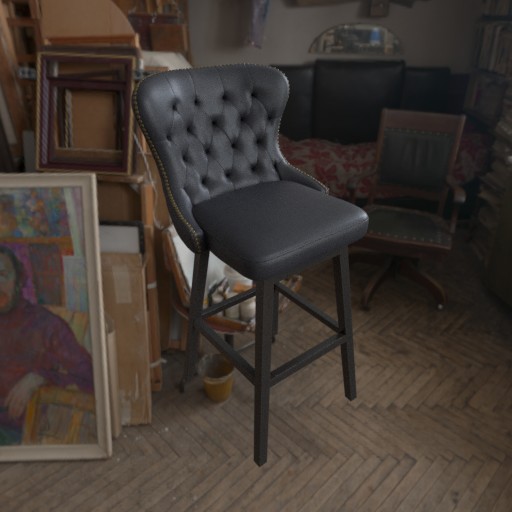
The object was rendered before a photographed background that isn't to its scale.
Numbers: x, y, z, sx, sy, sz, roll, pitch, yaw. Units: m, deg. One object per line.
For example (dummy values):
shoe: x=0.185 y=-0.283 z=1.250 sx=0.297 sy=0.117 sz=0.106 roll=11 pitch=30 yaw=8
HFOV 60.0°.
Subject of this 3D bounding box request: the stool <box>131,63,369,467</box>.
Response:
stool: x=0.000 y=0.000 z=1.396 sx=0.528 sy=1.050 sz=0.601 roll=-22 pitch=37 yaw=-32
